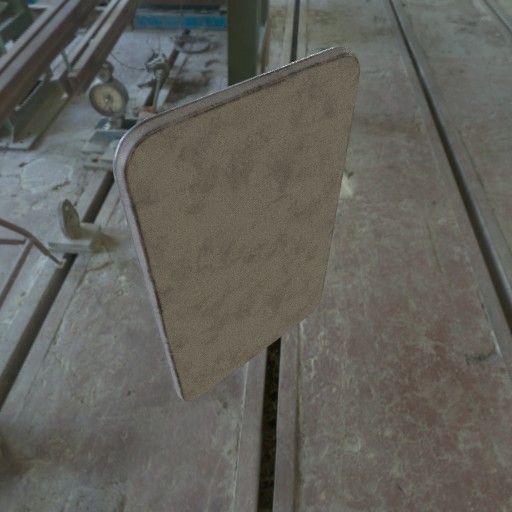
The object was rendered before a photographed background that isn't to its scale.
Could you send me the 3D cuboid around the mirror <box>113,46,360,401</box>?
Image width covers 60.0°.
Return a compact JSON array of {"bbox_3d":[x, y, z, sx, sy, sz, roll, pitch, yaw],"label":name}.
[{"bbox_3d":[0.000,0.000,0.876,0.461,0.713,0.024,-32,54,-27],"label":"mirror"}]
